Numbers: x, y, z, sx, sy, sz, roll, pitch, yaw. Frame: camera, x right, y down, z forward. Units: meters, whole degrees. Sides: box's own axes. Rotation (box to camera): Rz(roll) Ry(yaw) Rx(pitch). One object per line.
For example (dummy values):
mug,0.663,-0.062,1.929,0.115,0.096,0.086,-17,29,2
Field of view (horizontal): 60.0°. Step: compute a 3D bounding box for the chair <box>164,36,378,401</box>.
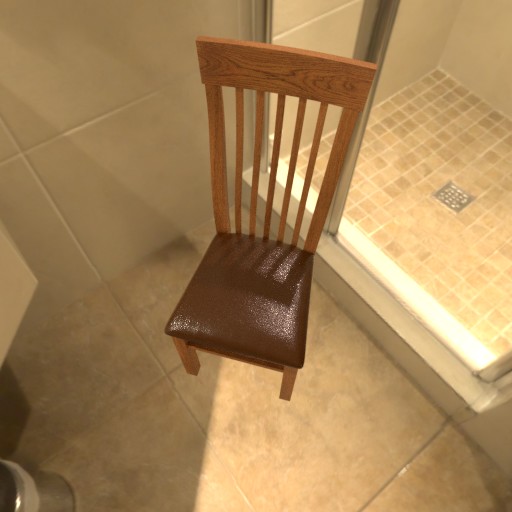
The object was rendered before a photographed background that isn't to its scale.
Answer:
chair,0.000,0.000,1.385,0.450,1.050,0.580,13,59,8
